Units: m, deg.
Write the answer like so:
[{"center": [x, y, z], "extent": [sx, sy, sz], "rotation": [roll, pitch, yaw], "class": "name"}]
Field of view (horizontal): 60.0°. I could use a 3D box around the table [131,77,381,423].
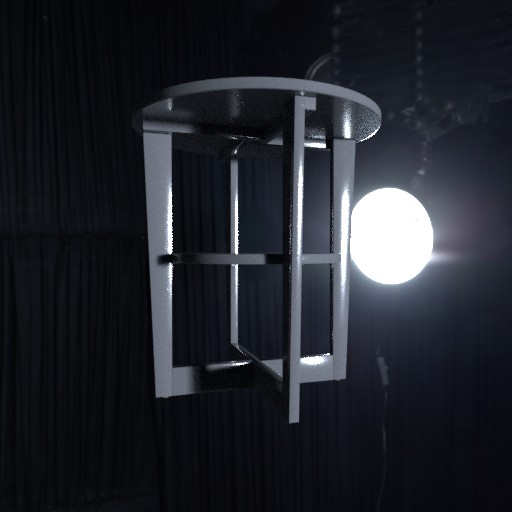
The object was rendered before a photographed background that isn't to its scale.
[{"center": [0.000, 0.000, 0.923], "extent": [0.500, 0.550, 0.500], "rotation": [0, 1, 0], "class": "table"}]
